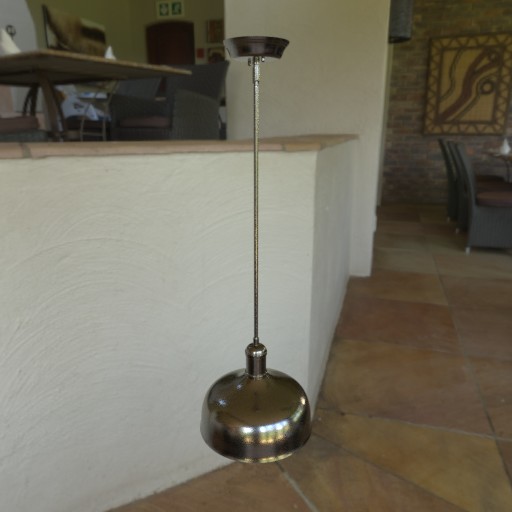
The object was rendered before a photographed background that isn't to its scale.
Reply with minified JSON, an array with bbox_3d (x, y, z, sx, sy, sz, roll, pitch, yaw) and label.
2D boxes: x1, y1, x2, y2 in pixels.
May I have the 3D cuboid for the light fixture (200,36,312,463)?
[{"bbox_3d":[0.000,0.000,1.063,0.299,0.935,0.299,-7,18,-24],"label":"light fixture"}]
